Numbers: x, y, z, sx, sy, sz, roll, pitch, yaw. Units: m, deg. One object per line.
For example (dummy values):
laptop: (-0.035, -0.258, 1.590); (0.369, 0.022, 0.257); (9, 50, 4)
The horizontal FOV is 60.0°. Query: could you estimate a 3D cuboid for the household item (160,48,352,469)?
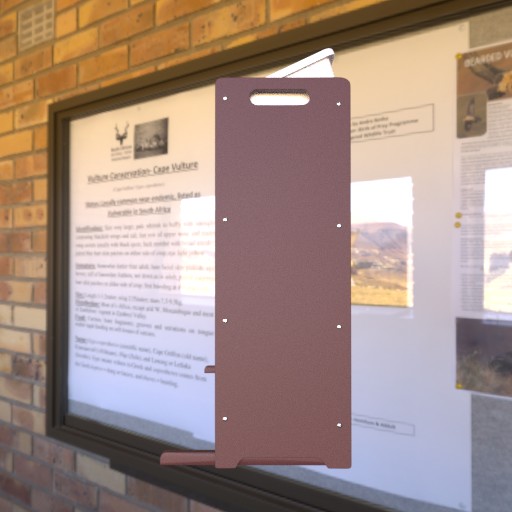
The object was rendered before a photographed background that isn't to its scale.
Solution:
household item: (0.000, 0.000, 1.287); (0.389, 0.864, 0.787); (0, -1, 0)
